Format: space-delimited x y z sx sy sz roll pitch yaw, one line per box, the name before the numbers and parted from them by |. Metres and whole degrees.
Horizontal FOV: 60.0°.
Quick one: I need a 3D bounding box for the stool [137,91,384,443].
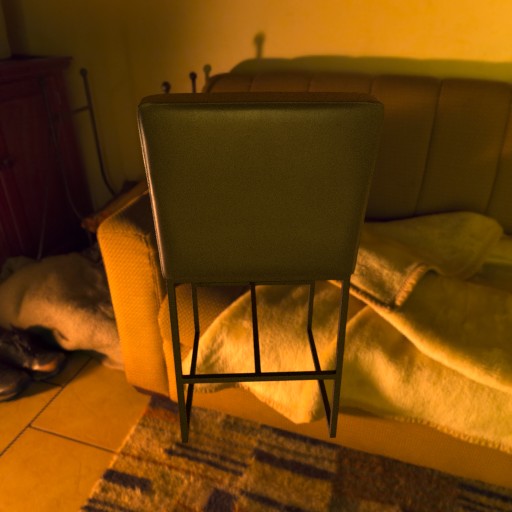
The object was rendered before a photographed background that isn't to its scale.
stool | 0.000 0.000 1.236 0.457 0.938 0.552 -1 29 -2
